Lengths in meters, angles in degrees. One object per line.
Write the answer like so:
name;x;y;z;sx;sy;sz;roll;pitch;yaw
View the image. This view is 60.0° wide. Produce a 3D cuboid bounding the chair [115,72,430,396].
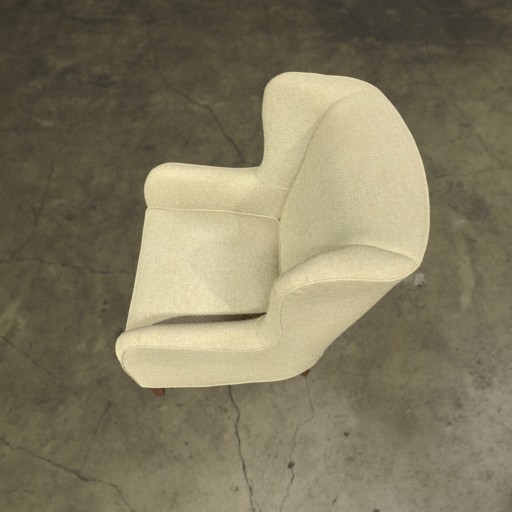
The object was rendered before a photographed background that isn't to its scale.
chair;0.000;0.000;1.690;0.966;1.040;0.838;0;57;0
